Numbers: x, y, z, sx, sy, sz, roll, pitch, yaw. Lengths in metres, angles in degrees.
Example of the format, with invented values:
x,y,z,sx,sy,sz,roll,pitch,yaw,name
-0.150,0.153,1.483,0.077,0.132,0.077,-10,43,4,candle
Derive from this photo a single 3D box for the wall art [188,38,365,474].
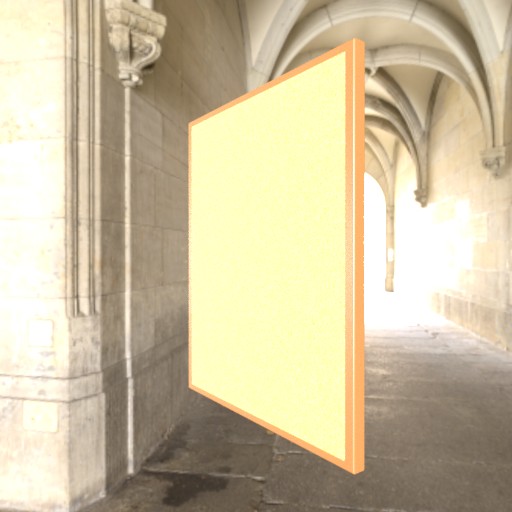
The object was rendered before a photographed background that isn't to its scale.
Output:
x,y,z,sx,sy,sz,roll,pitch,yaw,name
0.000,0.000,0.744,0.021,0.550,0.449,0,0,-36,wall art
